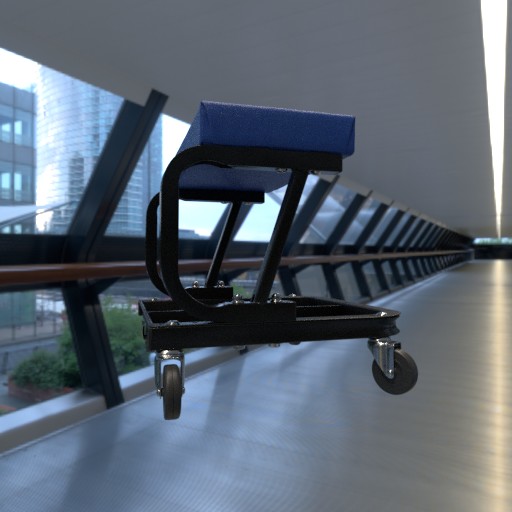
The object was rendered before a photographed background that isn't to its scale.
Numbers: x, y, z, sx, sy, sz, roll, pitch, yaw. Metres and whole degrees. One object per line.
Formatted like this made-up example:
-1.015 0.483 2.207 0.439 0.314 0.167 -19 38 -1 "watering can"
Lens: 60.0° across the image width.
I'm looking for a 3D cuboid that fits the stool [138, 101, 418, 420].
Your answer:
0.000 0.000 0.746 0.371 0.380 0.446 0 -1 -17 "stool"
